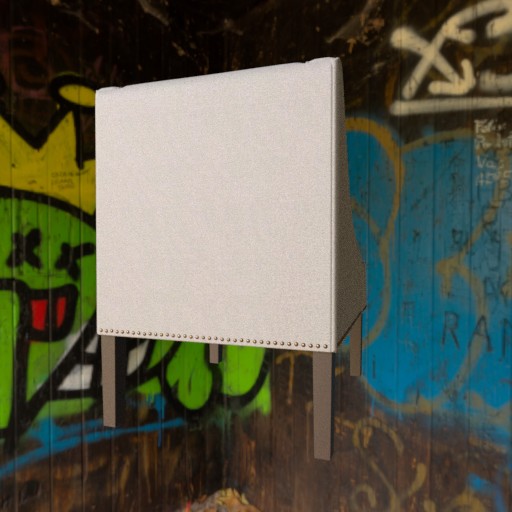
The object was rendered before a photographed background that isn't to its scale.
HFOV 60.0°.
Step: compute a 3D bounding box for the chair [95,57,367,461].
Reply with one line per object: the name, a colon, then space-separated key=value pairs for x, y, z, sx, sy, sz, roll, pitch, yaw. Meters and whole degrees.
chair: x=0.000 y=0.000 z=1.376 sx=0.631 sy=0.867 sz=0.747 roll=0 pitch=1 yaw=19
